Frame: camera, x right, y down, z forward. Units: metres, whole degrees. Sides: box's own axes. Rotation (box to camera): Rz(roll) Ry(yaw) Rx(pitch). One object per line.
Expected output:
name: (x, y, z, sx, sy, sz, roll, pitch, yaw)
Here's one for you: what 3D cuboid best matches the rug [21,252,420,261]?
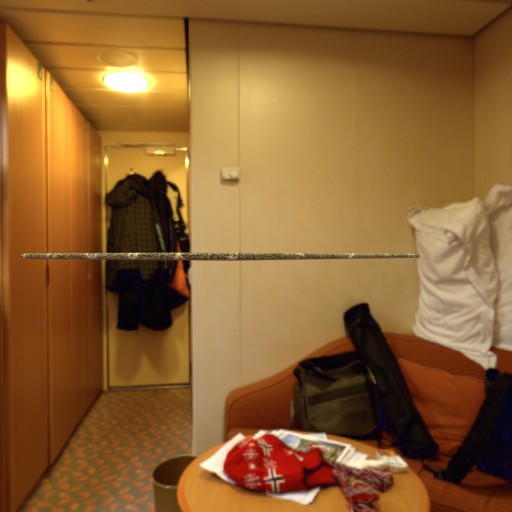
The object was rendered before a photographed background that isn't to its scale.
rug: (0.000, 0.000, 3.035, 1.524, 0.030, 2.438, 0, 0, 36)
